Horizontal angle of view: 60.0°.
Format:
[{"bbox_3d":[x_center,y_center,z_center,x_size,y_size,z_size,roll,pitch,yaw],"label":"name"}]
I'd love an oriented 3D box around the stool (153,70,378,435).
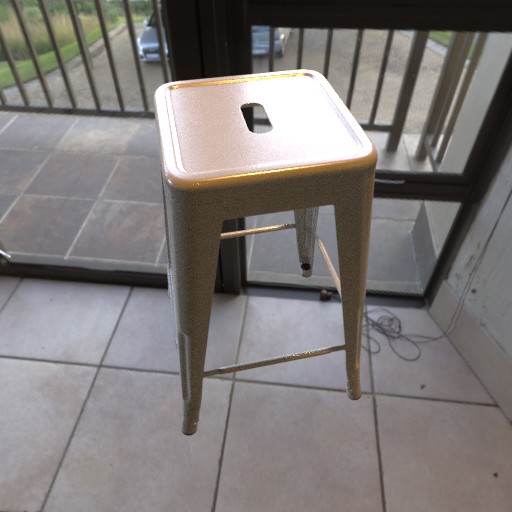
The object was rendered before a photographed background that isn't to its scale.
[{"bbox_3d":[0.000,0.000,0.884,0.406,0.610,0.406,-9,47,-8],"label":"stool"}]
